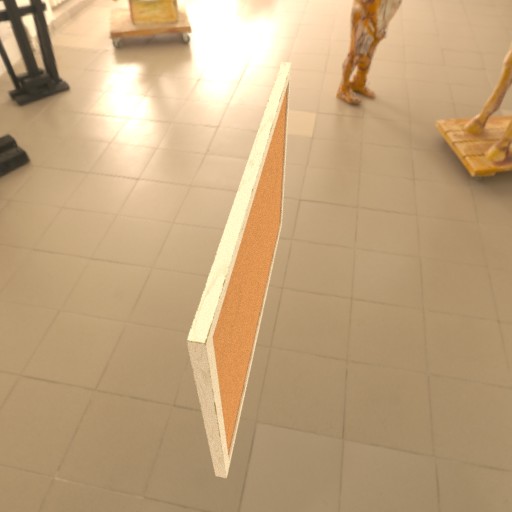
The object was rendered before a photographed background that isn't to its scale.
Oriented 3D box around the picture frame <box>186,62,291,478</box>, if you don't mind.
[{"bbox_3d":[0.000,0.000,1.203,0.029,0.640,0.950,8,48,7],"label":"picture frame"}]
